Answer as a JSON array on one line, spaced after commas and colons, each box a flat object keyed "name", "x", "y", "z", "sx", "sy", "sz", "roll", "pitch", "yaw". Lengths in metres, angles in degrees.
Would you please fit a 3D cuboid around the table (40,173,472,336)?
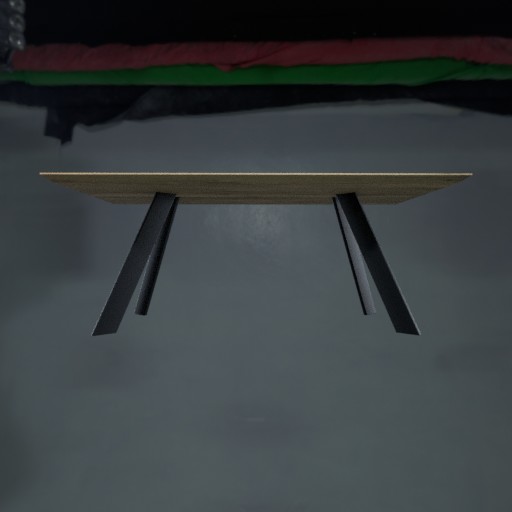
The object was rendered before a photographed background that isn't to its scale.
[{"name": "table", "x": 0.000, "y": 0.000, "z": 2.550, "sx": 2.000, "sy": 0.770, "sz": 1.000, "roll": 0, "pitch": 0, "yaw": -1}]
